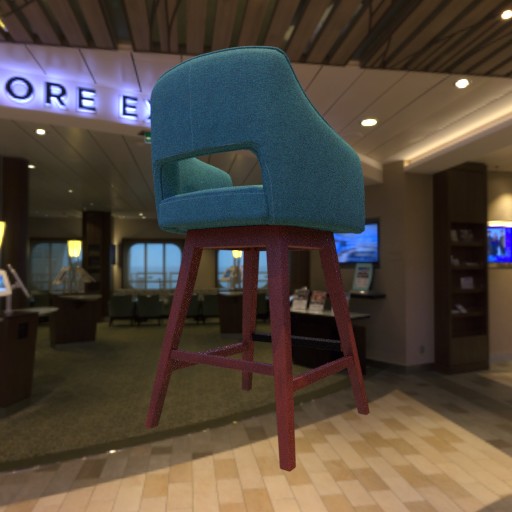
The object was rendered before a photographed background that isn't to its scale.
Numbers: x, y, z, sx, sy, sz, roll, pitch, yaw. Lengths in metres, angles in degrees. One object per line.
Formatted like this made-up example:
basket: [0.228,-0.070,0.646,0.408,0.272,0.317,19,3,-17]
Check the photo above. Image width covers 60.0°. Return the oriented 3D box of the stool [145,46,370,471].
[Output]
stool: [0.000,0.000,1.285,0.548,0.961,0.556,-1,-2,35]
